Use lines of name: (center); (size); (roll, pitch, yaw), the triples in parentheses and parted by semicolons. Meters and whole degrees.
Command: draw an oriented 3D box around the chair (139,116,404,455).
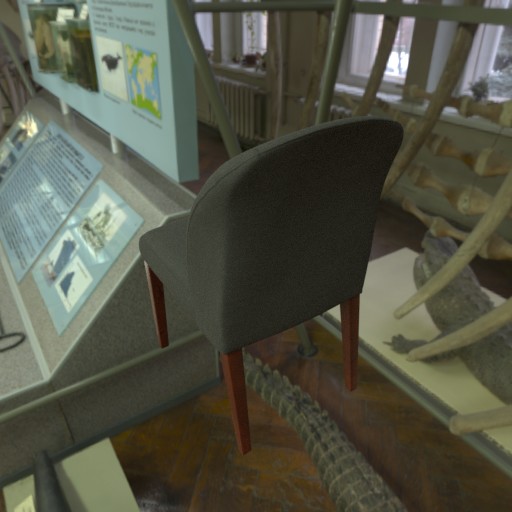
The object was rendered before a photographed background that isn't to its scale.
chair: (0.000, 0.000, 1.262); (0.506, 0.879, 0.619); (-19, 35, -29)
